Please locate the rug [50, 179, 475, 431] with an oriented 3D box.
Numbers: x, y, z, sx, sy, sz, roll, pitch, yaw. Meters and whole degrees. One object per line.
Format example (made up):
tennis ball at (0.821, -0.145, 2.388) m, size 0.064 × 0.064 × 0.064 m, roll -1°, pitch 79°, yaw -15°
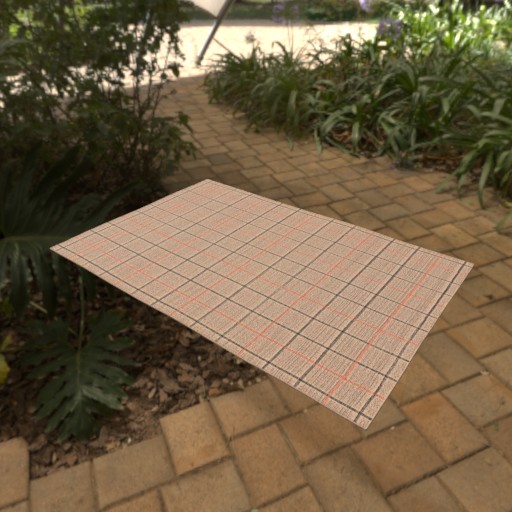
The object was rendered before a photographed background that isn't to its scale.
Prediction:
rug at (0.000, 0.000, 2.288) m, size 1.829 × 0.013 × 1.220 m, roll 22°, pitch 38°, yaw 31°
